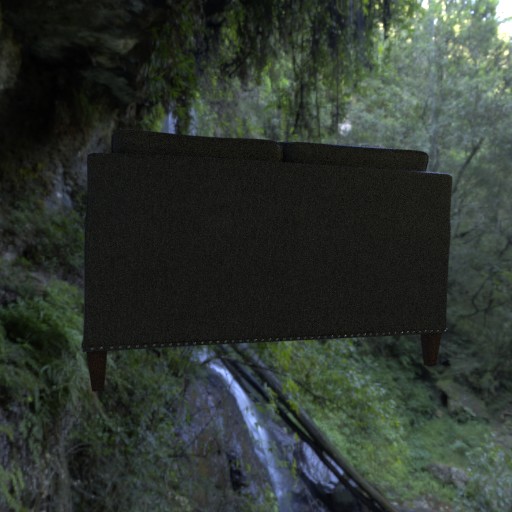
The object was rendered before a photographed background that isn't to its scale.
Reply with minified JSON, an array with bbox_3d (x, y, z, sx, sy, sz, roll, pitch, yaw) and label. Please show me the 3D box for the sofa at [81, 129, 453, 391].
[{"bbox_3d":[0.000,0.000,2.241,1.597,1.003,1.084,0,0,-15],"label":"sofa"}]
